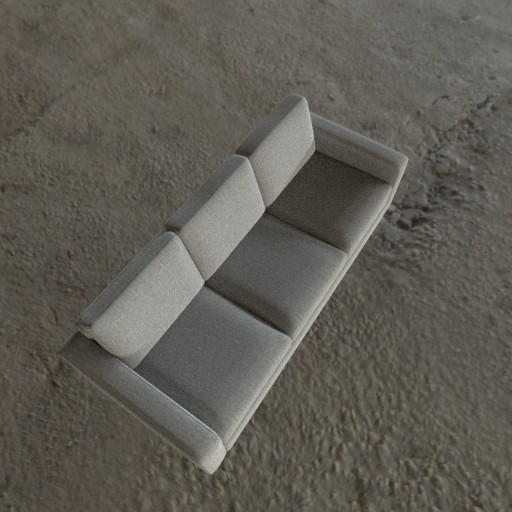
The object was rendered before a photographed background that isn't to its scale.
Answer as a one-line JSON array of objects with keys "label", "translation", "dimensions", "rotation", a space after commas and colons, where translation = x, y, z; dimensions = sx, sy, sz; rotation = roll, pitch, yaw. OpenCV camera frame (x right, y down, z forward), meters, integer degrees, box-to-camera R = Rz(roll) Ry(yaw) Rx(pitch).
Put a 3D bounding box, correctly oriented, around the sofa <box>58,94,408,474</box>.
[{"label": "sofa", "translation": [0.000, 0.000, 2.568], "dimensions": [0.900, 0.800, 2.120], "rotation": [30, 64, 17]}]
